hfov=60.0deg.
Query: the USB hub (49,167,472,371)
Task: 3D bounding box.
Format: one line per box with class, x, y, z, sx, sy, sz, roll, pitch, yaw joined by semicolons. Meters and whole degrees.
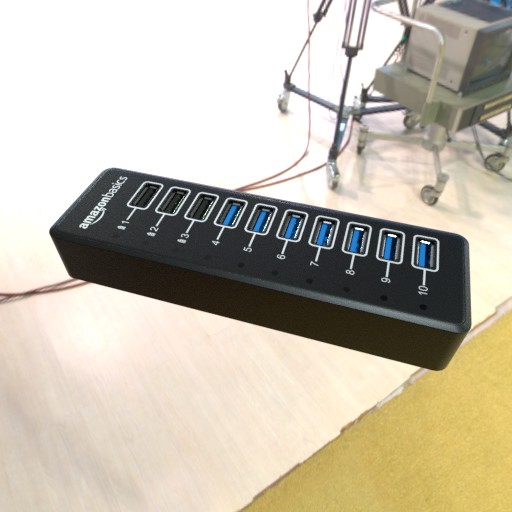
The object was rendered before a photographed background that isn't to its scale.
USB hub;0.000;0.000;0.165;0.145;0.023;0.044;13;48;12
